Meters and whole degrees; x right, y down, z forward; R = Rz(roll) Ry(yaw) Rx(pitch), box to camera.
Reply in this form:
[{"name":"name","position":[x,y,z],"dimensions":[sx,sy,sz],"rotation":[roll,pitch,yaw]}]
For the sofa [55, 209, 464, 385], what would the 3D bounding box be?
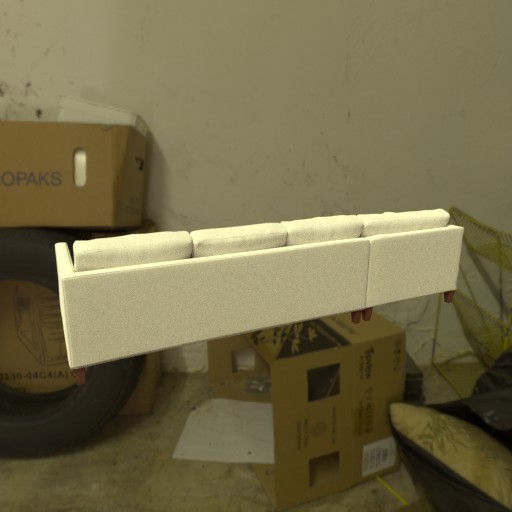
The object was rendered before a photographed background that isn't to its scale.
[{"name":"sofa","position":[0.000,0.000,3.868],"dimensions":[3.186,0.846,1.625],"rotation":[-7,17,-25]}]
